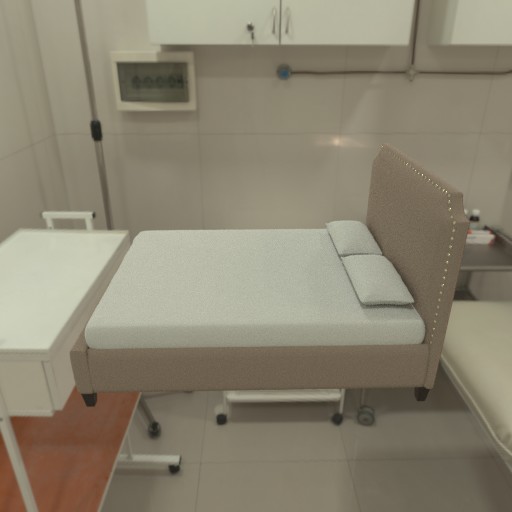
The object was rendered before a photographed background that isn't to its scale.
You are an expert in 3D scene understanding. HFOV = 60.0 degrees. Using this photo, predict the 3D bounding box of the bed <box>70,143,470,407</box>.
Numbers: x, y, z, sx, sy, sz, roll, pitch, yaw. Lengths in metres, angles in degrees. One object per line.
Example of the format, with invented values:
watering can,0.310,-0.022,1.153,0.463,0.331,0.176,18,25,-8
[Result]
bed,0.000,0.000,3.417,2.372,1.443,1.713,-1,25,-1
